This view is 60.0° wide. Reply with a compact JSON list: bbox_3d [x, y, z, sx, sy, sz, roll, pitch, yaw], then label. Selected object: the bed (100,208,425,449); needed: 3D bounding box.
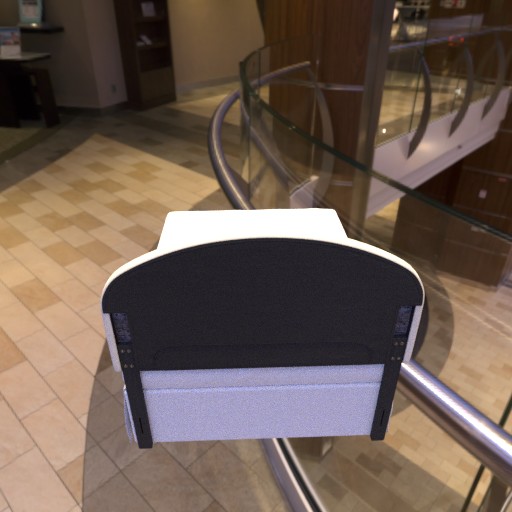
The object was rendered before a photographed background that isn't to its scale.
[{"bbox_3d":[0.000,0.000,3.100,1.607,1.410,2.005,-1,31,-2],"label":"bed"}]
